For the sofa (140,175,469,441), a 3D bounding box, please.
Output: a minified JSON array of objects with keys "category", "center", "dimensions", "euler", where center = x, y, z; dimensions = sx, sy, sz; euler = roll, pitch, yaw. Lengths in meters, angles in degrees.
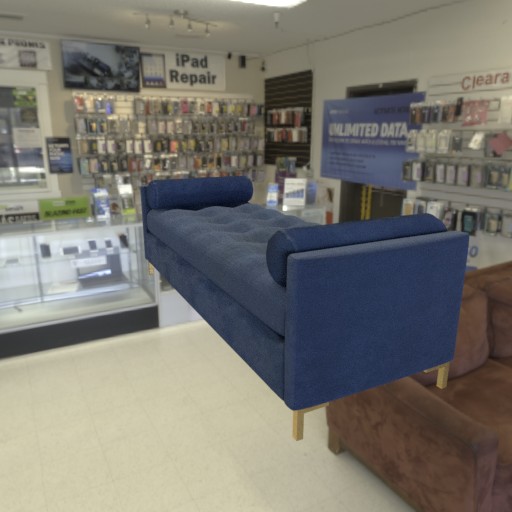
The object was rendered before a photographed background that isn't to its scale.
[{"category":"sofa","center":[0.000,0.000,2.462],"dimensions":[0.796,0.705,2.102],"euler":[-8,18,-26]}]
